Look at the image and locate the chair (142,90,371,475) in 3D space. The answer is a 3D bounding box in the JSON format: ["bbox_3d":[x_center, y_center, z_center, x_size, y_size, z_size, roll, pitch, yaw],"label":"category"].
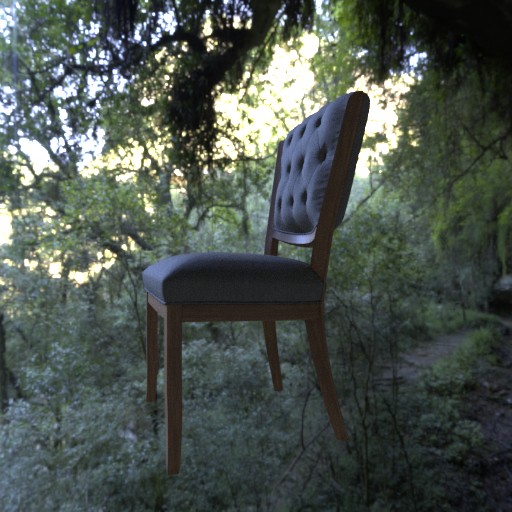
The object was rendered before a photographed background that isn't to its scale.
[{"bbox_3d":[0.000,0.000,1.247,0.584,0.905,0.513,0,0,-19],"label":"chair"}]
